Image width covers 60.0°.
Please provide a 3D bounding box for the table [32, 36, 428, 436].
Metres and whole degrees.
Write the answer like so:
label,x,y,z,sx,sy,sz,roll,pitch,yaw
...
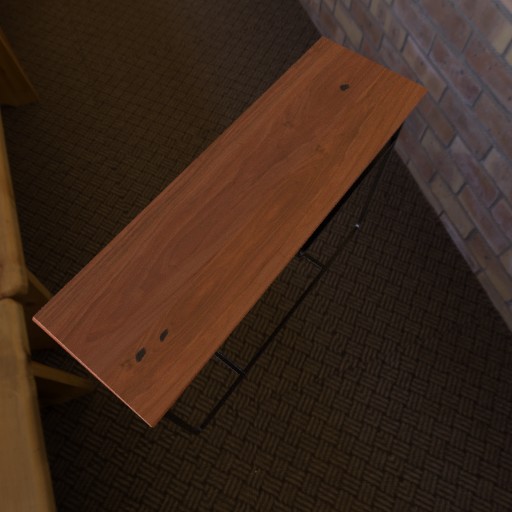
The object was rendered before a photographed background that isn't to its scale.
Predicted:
label,x,y,z,sx,sy,sz,roll,pitch,yaw
table,0.000,0.000,1.413,0.350,0.750,1.100,35,69,16
